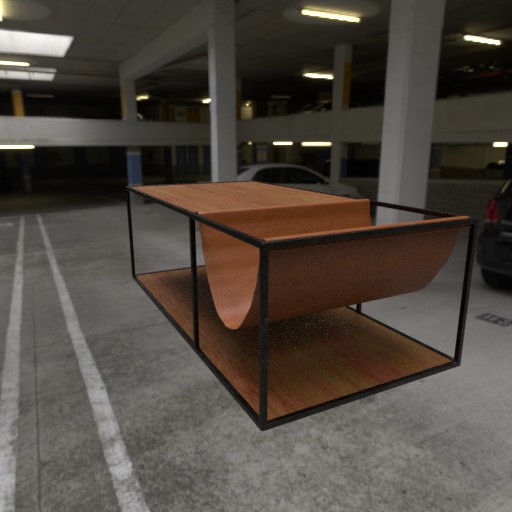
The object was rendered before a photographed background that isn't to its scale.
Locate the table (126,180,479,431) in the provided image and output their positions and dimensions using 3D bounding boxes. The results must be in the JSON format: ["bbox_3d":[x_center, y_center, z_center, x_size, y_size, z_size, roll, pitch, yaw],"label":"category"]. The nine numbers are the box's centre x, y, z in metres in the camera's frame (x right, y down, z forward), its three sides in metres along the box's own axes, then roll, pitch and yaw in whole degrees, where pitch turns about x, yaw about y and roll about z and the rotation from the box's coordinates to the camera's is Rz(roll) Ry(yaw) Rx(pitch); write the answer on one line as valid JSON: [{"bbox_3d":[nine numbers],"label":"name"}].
[{"bbox_3d":[0.000,0.000,1.507,0.597,0.403,1.199,-7,16,-27],"label":"table"}]
